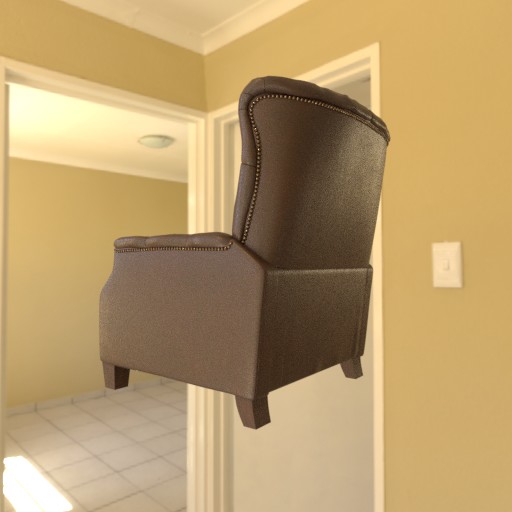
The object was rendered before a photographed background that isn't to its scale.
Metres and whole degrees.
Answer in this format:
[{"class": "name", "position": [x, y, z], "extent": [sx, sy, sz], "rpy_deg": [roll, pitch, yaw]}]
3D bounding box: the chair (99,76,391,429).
[{"class": "chair", "position": [0.000, 0.000, 1.502], "extent": [0.823, 0.864, 0.709], "rpy_deg": [-1, -1, 37]}]
